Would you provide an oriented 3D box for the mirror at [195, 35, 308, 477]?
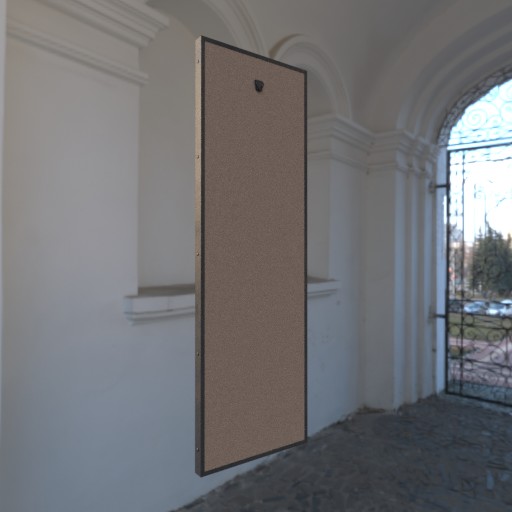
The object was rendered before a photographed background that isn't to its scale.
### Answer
[{"bbox_3d":[0.000,0.000,1.189,0.354,1.080,0.042,0,0,-36],"label":"mirror"}]
